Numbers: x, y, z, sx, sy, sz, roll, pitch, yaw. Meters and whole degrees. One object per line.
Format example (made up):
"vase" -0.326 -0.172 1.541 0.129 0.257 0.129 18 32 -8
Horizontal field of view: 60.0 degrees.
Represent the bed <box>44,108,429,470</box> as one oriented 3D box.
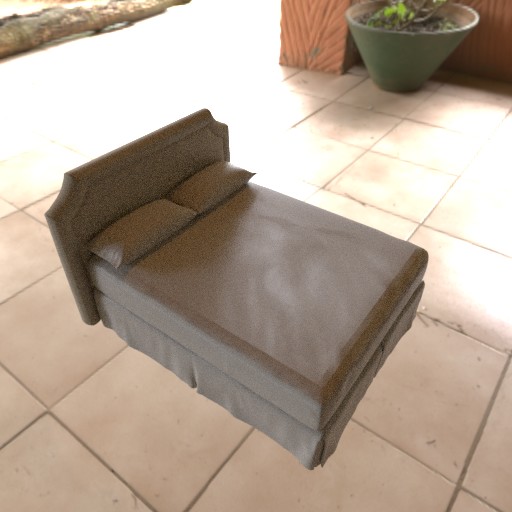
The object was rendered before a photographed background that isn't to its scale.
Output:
"bed" 0.000 0.000 3.252 2.164 1.297 1.828 26 46 27
